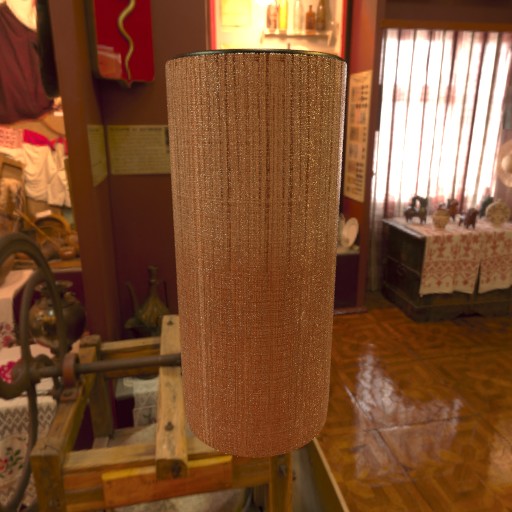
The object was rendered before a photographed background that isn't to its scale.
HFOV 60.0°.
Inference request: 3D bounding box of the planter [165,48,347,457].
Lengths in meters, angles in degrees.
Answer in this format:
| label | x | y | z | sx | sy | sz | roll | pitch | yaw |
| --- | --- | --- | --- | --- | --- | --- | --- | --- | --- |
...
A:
| label | x | y | z | sx | sy | sz | roll | pitch | yaw |
| --- | --- | --- | --- | --- | --- | --- | --- | --- | --- |
| planter | 0.000 | 0.000 | 0.281 | 0.100 | 0.227 | 0.100 | -3 | 17 | -9 |
